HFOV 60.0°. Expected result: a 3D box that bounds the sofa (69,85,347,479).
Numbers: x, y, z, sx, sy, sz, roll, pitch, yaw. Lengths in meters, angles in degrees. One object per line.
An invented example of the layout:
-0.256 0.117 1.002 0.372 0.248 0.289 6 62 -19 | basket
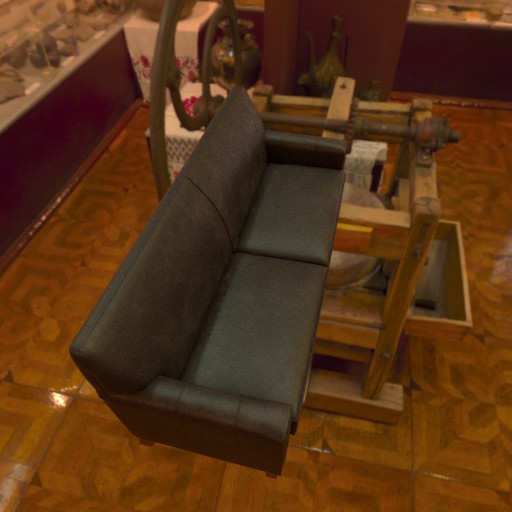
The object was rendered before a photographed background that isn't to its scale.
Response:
0.000 0.000 2.440 0.805 0.947 2.053 10 47 10 | sofa
